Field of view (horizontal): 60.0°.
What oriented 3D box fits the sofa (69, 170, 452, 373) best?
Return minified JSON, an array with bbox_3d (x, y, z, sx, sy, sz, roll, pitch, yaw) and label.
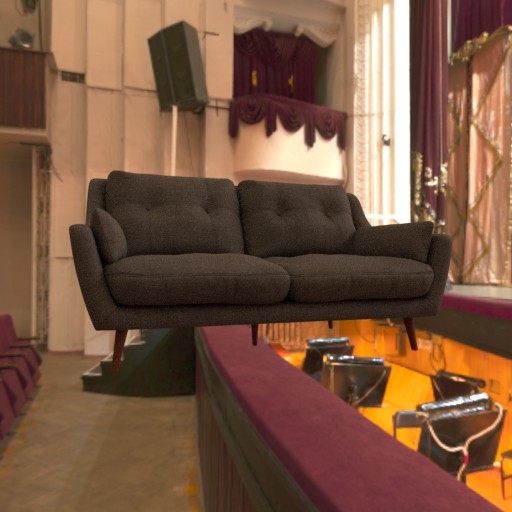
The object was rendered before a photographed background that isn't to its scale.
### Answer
[{"bbox_3d":[0.000,0.000,2.187,1.646,0.887,0.976,0,-1,-18],"label":"sofa"}]
